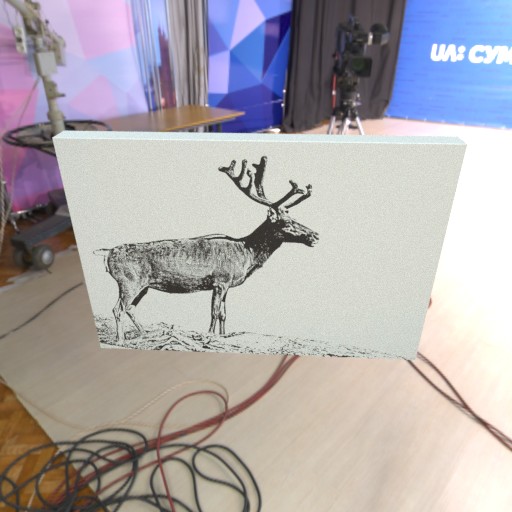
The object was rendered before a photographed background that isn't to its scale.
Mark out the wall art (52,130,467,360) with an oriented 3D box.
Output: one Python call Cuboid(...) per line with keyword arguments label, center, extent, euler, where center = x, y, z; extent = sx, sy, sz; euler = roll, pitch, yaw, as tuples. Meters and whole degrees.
Cuboid(label="wall art", center=(0.000, 0.000, 0.770), extent=(0.608, 0.414, 0.042), euler=(2, 30, 3))
